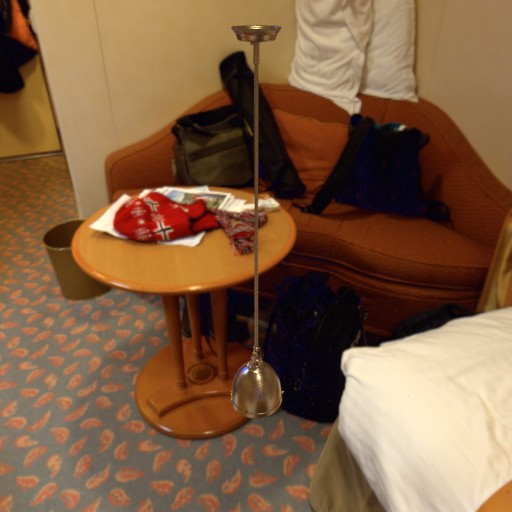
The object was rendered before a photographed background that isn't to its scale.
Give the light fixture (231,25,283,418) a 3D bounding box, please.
[{"bbox_3d":[0.000,0.000,1.487,0.211,1.367,0.217,11,32,17],"label":"light fixture"}]
